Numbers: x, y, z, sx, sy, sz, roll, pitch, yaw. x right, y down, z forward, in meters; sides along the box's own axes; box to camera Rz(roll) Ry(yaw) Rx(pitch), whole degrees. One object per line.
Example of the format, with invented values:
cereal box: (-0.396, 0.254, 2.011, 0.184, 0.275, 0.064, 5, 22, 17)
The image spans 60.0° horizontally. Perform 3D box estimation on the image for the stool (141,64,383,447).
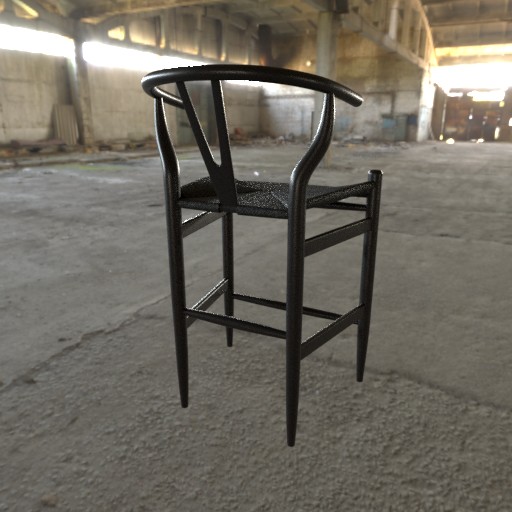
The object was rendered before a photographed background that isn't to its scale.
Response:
stool: (0.000, 0.000, 1.288, 0.569, 0.970, 0.579, 9, 19, 27)
